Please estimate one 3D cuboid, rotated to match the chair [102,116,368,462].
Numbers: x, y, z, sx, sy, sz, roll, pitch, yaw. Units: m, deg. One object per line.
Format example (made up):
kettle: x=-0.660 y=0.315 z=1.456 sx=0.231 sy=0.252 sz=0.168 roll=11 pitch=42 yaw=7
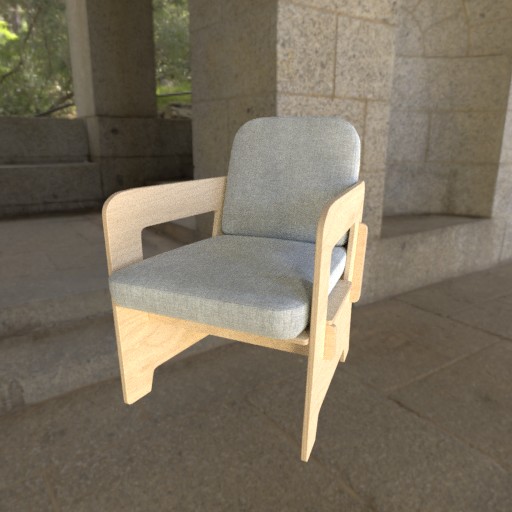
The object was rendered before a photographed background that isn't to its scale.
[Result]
chair: x=0.000 y=0.000 z=1.296 sx=0.590 sy=0.800 sz=0.710 roll=7 pitch=17 yaw=25
